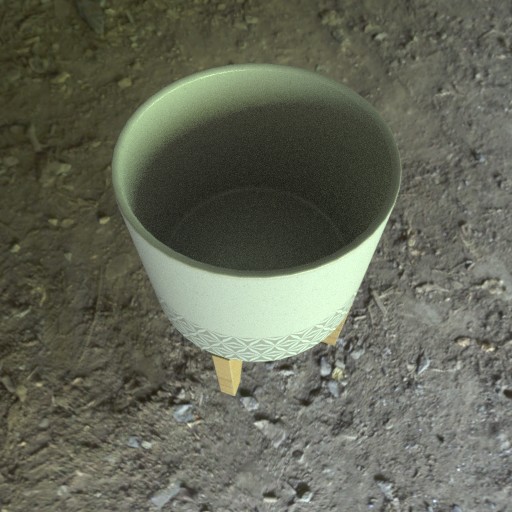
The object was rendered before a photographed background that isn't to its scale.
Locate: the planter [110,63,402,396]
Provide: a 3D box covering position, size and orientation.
[{"bbox_3d":[0.000,0.000,0.400,0.188,0.260,0.188,0,58,0],"label":"planter"}]
